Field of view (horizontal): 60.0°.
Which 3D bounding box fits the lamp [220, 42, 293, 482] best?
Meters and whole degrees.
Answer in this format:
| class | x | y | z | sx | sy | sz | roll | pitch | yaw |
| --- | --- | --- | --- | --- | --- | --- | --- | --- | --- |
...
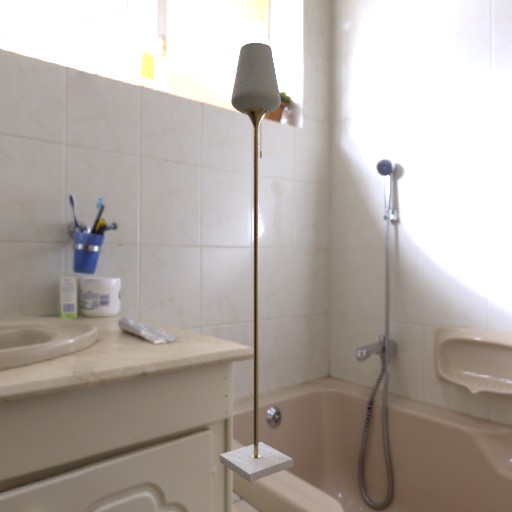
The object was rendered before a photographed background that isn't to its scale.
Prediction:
| class | x | y | z | sx | sy | sz | roll | pitch | yaw |
| --- | --- | --- | --- | --- | --- | --- | --- | --- | --- |
| lamp | 0.000 | 0.000 | 1.941 | 0.232 | 1.813 | 0.229 | 1 | -1 | -37 |
